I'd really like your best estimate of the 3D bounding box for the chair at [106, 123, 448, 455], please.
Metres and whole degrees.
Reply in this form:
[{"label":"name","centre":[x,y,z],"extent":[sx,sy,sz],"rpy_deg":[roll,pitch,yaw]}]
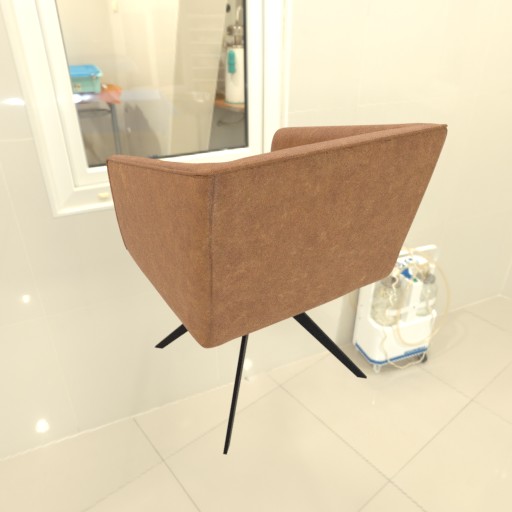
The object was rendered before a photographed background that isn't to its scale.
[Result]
[{"label":"chair","centre":[0.000,0.000,1.203],"extent":[0.588,0.760,0.625],"rpy_deg":[-18,34,-28]}]
